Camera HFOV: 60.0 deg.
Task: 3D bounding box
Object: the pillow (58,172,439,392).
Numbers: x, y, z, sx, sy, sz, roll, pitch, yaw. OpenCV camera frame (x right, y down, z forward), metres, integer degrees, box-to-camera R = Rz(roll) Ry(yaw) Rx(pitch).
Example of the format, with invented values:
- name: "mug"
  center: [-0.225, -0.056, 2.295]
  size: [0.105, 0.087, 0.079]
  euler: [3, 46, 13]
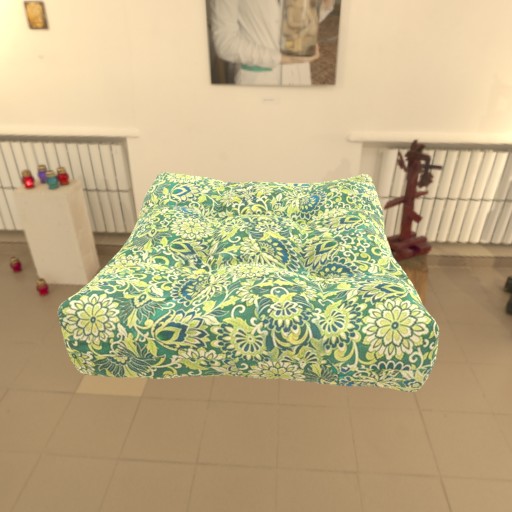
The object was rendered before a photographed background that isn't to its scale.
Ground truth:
- name: "pillow"
  center: [0.000, 0.000, 0.733]
  size: [0.468, 0.128, 0.490]
  euler: [2, 31, 3]
